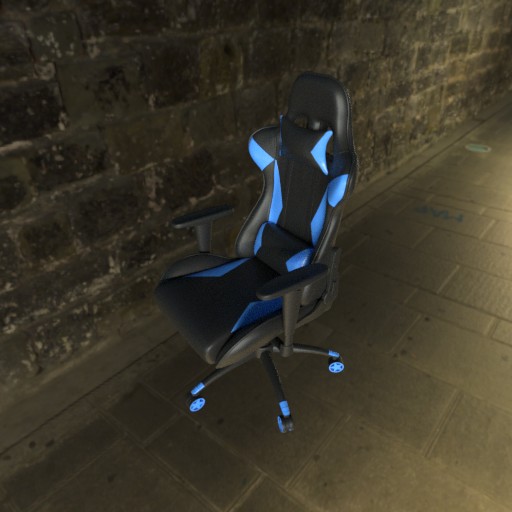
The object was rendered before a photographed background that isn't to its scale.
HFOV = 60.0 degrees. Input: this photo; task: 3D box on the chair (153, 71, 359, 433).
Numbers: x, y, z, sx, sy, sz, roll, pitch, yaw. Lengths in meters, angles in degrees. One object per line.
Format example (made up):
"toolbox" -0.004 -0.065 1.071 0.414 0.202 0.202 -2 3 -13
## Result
"chair" 0.000 0.000 1.725 0.730 1.282 0.695 -20 37 -30
